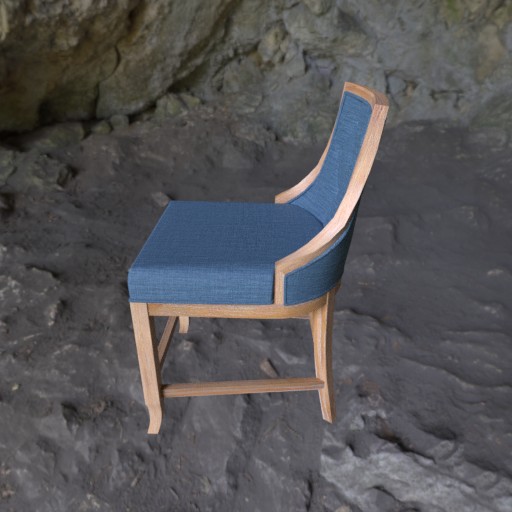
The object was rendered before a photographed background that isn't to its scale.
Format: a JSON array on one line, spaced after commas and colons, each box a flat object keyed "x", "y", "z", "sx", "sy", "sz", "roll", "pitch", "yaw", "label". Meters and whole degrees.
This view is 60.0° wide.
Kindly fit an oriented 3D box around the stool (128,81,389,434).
[{"x": 0.000, "y": 0.000, "z": 1.328, "sx": 0.626, "sy": 0.938, "sz": 0.524, "roll": 1, "pitch": 27, "yaw": 2, "label": "stool"}]
